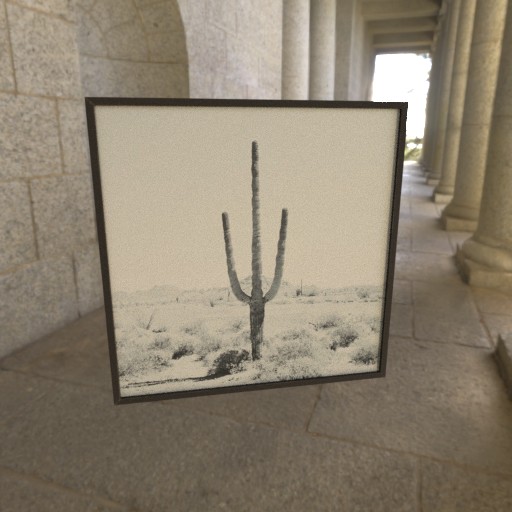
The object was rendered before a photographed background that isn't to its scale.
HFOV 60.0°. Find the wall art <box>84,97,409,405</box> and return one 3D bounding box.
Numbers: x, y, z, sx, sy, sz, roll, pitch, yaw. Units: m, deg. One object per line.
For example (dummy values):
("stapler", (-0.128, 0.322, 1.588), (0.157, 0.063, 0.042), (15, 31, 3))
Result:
("wall art", (0.000, 0.000, 1.144), (0.762, 0.762, 0.038), (-3, 15, -10))
